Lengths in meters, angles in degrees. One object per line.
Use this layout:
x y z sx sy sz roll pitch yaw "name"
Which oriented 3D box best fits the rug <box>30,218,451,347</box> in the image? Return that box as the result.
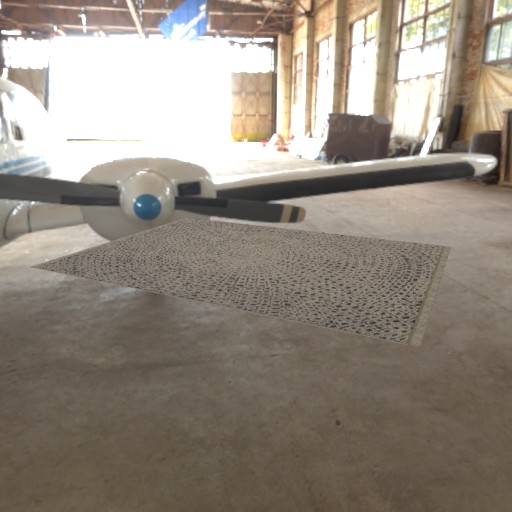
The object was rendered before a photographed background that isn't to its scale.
0.000 0.000 2.109 1.634 0.003 1.190 8 18 25 "rug"
